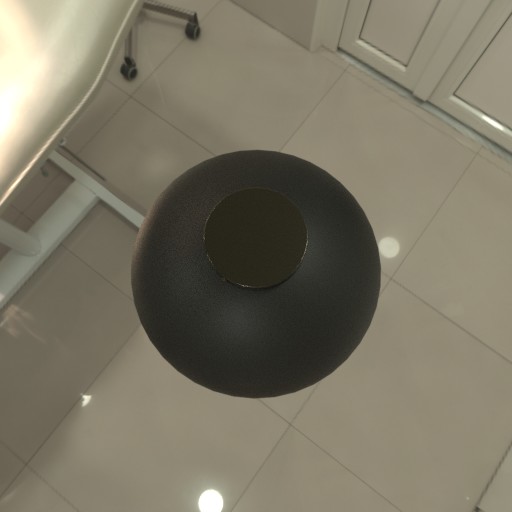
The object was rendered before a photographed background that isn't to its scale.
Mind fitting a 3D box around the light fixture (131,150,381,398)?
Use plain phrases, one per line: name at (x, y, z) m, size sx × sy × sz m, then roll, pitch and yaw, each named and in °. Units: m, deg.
light fixture at (0.000, 0.000, 0.560) m, size 0.355 × 0.177 × 0.355 m, roll 0°, pitch 76°, yaw 0°
